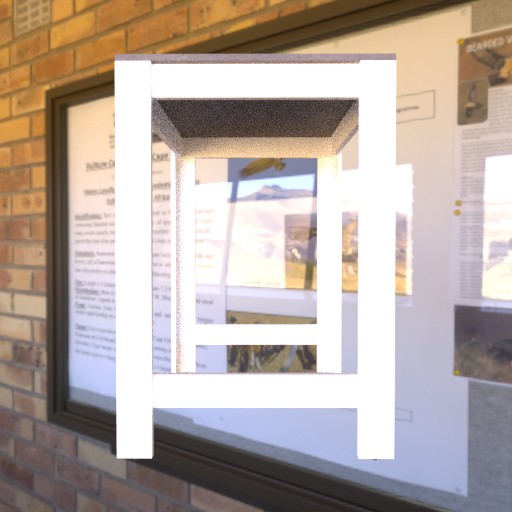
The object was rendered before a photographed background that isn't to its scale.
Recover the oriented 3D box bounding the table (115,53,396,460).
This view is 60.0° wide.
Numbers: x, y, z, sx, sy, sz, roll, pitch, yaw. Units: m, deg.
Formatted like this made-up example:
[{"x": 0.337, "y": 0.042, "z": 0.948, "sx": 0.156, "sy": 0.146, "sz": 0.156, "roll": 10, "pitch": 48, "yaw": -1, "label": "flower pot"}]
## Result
[{"x": 0.000, "y": 0.000, "z": 1.510, "sx": 0.700, "sy": 1.020, "sz": 0.800, "roll": 0, "pitch": 1, "yaw": 0, "label": "table"}]
